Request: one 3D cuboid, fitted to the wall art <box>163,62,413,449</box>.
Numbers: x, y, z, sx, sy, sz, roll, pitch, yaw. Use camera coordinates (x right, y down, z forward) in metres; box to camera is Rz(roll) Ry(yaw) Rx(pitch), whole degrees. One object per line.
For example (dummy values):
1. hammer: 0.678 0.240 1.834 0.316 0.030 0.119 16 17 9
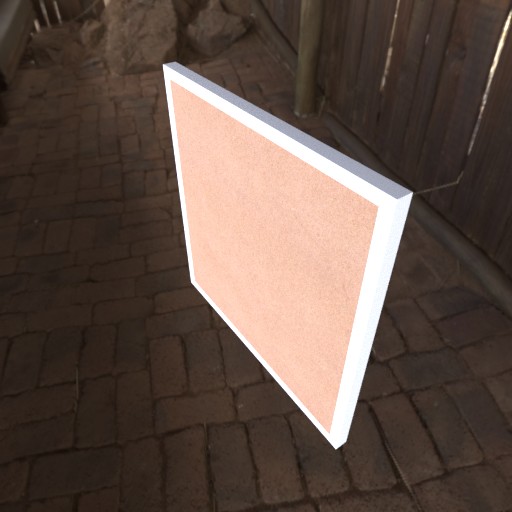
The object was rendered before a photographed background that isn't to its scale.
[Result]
1. wall art: 0.000 0.000 1.137 0.036 0.760 0.760 -25 46 -26
